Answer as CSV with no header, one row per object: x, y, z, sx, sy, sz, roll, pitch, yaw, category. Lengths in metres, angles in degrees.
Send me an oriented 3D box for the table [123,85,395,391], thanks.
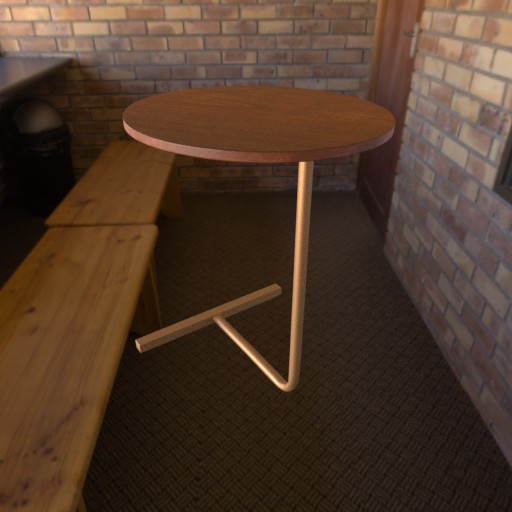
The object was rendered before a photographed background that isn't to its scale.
0.000,0.000,1.101,0.530,0.706,0.577,-19,36,-29,table
